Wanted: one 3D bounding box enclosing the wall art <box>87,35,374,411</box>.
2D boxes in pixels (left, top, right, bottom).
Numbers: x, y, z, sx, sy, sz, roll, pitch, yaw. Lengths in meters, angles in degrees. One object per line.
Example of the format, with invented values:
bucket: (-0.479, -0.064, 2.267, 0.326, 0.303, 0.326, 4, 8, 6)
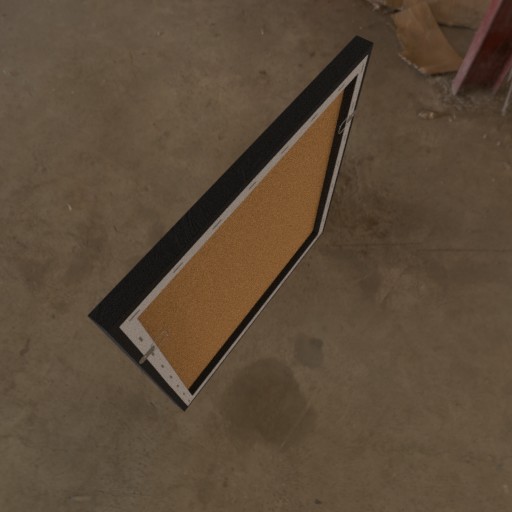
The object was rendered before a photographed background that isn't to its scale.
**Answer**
wall art: (0.000, 0.000, 1.106, 0.044, 0.758, 0.758, 33, 67, 16)
